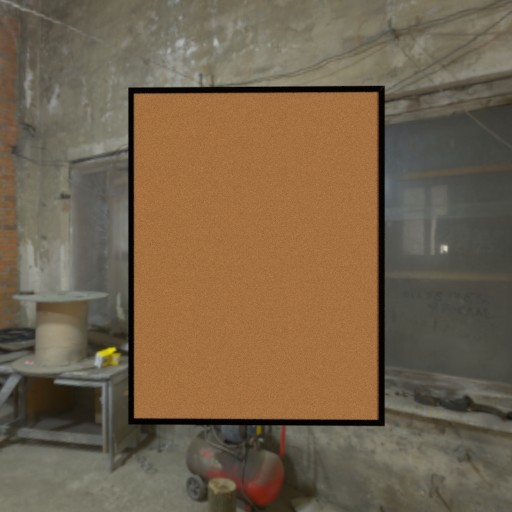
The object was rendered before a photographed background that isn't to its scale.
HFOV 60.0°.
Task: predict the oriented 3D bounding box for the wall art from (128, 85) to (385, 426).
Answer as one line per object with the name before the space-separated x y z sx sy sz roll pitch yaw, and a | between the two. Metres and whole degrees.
wall art | 0.000 0.000 1.407 0.805 1.062 0.040 0 0 1
